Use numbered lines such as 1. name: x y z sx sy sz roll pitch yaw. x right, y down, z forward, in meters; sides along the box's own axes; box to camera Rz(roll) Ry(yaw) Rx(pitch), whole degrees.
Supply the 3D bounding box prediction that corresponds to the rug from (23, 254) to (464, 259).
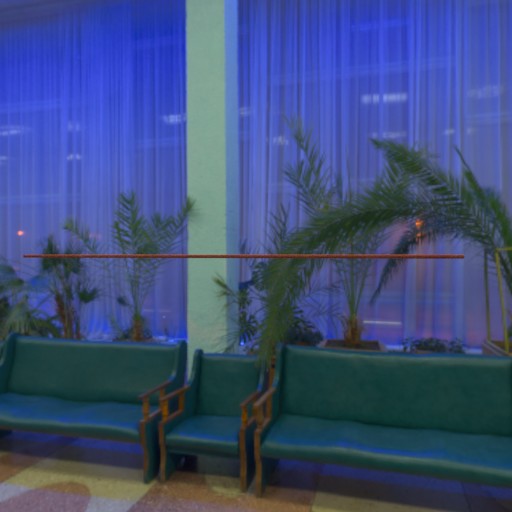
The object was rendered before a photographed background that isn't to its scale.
1. rug: 0.000 0.000 2.311 1.829 0.014 1.219 0 0 18
